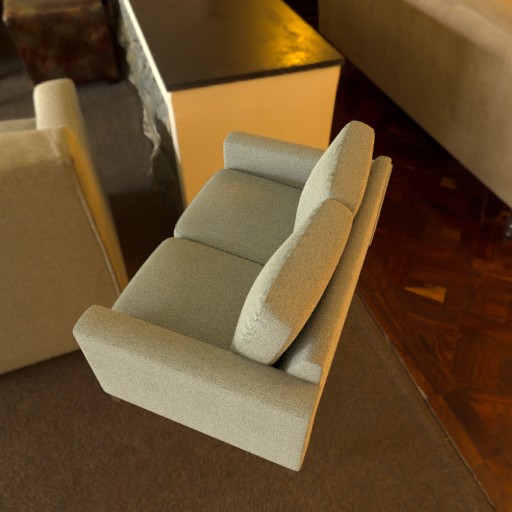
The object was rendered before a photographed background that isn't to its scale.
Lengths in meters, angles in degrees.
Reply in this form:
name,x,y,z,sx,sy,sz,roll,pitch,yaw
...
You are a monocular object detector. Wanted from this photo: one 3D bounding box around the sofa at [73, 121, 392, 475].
name,x,y,z,sx,sy,sz,roll,pitch,yaw
sofa,0.000,0.000,2.007,0.917,0.873,1.420,16,49,15
